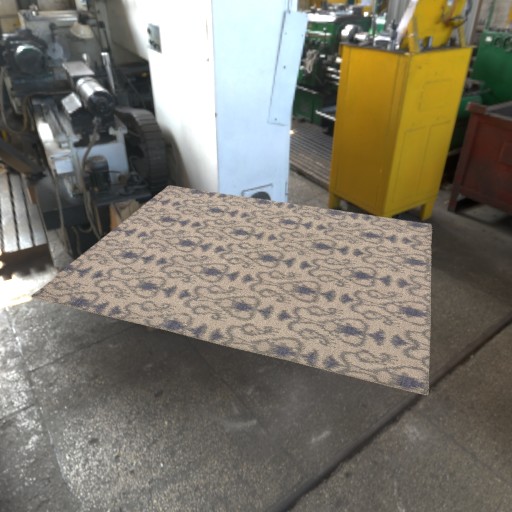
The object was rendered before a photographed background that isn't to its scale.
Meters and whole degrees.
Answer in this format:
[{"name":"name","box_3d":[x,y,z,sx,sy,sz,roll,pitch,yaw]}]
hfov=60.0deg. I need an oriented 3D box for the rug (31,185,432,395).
[{"name":"rug","box_3d":[0.000,0.000,4.276,3.205,0.015,2.437,10,34,16]}]
